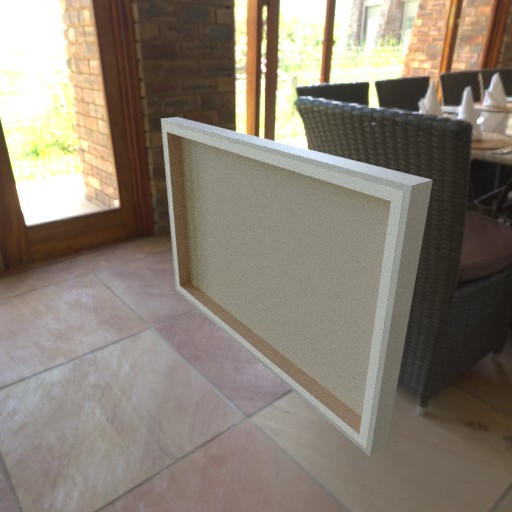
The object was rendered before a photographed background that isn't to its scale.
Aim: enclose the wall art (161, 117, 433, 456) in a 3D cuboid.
[{"bbox_3d":[0.000,0.000,0.791,0.038,0.407,0.609,-18,30,-33],"label":"wall art"}]
